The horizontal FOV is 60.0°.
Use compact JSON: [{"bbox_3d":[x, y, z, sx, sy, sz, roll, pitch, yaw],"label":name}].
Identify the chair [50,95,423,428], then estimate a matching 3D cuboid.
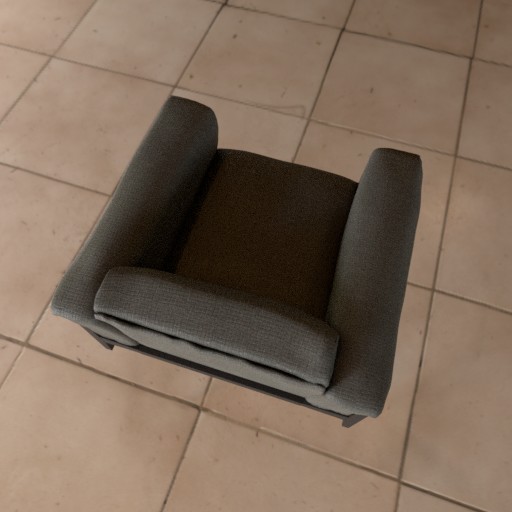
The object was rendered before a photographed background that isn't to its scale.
[{"bbox_3d":[0.000,0.000,1.687,1.056,0.646,0.969,16,64,8],"label":"chair"}]
